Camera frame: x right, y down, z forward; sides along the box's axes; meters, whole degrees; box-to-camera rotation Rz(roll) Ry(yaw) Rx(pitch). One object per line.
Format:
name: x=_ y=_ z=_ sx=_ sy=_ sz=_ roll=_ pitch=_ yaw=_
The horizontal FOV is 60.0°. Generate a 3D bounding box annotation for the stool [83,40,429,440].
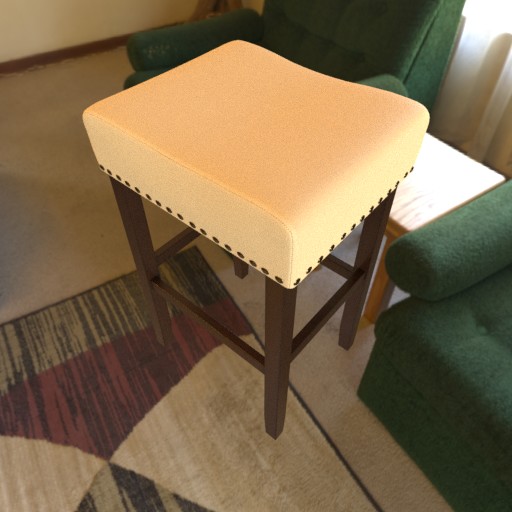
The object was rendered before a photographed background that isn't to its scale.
stool: x=0.000 y=0.000 z=1.031 sx=0.471 sy=0.762 sz=0.401 roll=32 pitch=55 yaw=26
